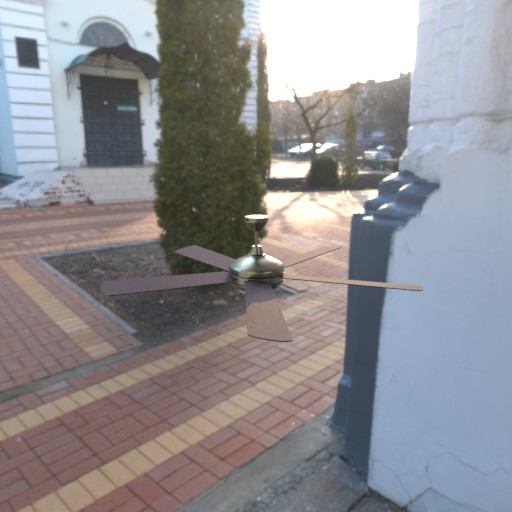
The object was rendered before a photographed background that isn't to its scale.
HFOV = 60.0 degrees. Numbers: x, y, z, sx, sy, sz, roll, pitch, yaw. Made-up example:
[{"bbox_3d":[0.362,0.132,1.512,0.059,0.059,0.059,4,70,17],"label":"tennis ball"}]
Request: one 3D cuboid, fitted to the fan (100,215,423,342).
[{"bbox_3d":[0.000,0.000,1.982,1.321,0.356,1.321,-7,16,-27],"label":"fan"}]
